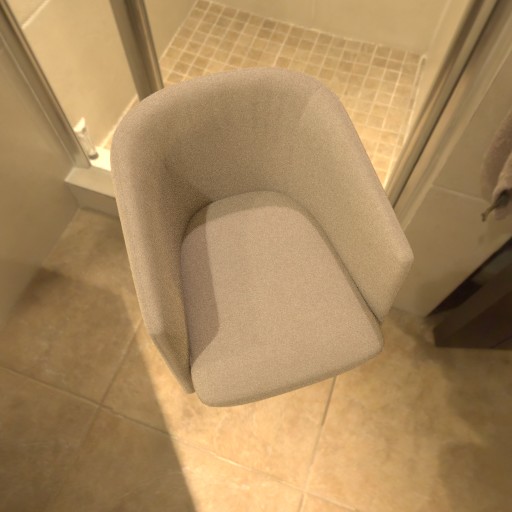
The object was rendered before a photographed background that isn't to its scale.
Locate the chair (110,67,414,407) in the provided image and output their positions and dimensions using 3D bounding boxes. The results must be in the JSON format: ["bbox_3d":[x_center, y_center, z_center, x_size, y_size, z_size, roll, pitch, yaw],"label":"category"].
[{"bbox_3d":[0.000,0.000,1.635,0.822,0.861,0.986,-15,64,-8],"label":"chair"}]
